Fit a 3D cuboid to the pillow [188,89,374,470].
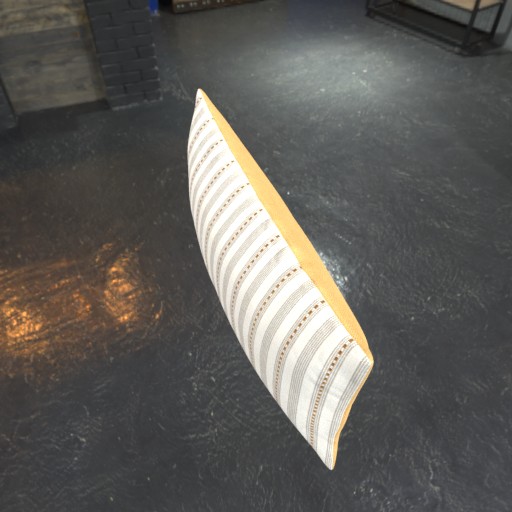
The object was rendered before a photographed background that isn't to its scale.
[{"bbox_3d":[0.000,0.000,0.723,0.151,0.291,0.608,-16,49,-14],"label":"pillow"}]
